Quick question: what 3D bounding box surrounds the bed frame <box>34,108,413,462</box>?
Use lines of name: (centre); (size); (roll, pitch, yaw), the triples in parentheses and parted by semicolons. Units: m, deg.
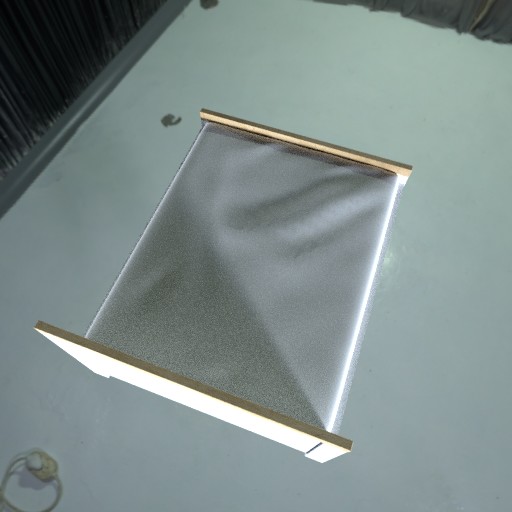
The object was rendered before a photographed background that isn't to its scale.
bed frame: (0.000, 0.000, 3.008); (1.670, 0.980, 2.050); (18, 64, 9)
